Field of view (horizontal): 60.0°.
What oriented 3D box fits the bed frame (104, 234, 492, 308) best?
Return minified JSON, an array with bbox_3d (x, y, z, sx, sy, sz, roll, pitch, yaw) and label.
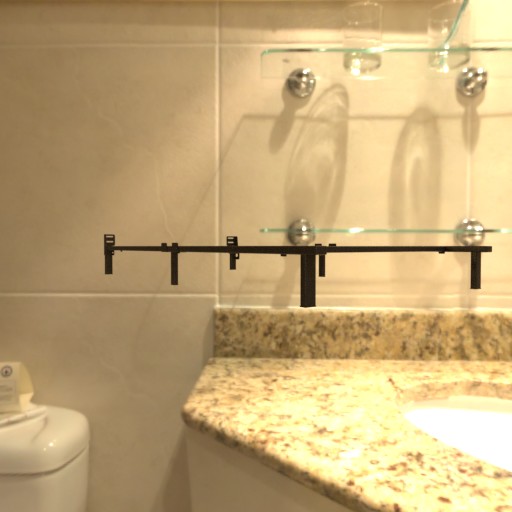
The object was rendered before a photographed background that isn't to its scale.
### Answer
[{"bbox_3d":[0.000,0.000,2.257,0.968,0.248,1.897,-1,2,-36],"label":"bed frame"}]
